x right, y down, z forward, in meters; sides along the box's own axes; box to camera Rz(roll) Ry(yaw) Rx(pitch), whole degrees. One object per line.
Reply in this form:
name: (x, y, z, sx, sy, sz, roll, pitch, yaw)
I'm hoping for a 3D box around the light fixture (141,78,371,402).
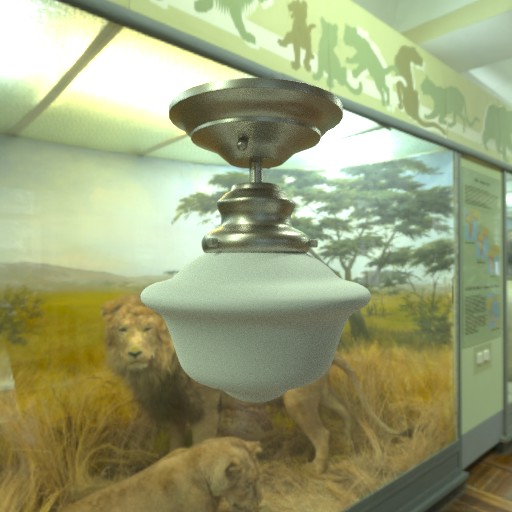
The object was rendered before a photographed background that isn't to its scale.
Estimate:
light fixture: (0.000, 0.000, 0.391, 0.199, 0.254, 0.199, 0, 0, 0)
